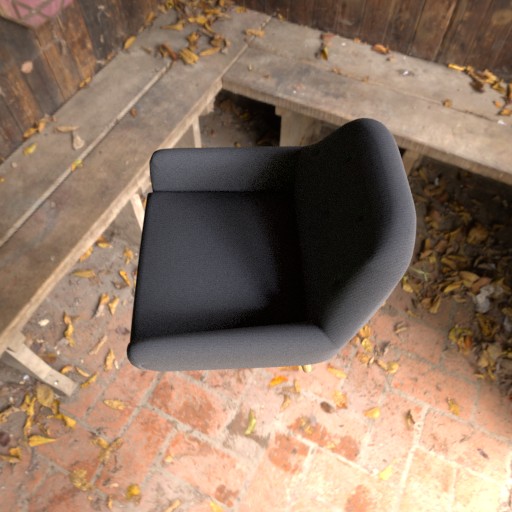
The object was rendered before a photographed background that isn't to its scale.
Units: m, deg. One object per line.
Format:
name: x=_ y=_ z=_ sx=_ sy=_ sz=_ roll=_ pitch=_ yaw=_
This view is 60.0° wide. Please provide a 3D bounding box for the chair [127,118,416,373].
chair: x=0.000 y=0.000 z=1.469 sx=0.779 sy=0.800 sz=0.770 roll=-2 pitch=58 yaw=-1
